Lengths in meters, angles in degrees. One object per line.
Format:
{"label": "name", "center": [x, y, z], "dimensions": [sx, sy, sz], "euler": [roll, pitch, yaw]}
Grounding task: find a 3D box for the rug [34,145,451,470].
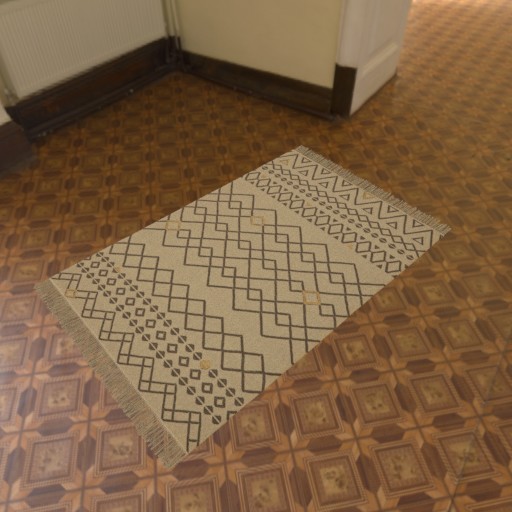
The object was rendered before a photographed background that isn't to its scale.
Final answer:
{"label": "rug", "center": [0.000, 0.000, 2.983], "dimensions": [2.472, 0.035, 1.495], "euler": [-33, 54, -28]}
